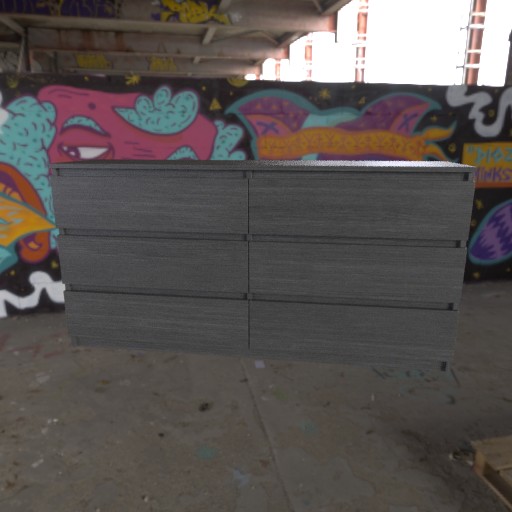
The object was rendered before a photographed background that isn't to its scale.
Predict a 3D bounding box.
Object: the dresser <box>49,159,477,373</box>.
[{"bbox_3d":[0.000,0.000,1.922,1.590,0.795,0.400,2,15,8],"label":"dresser"}]
